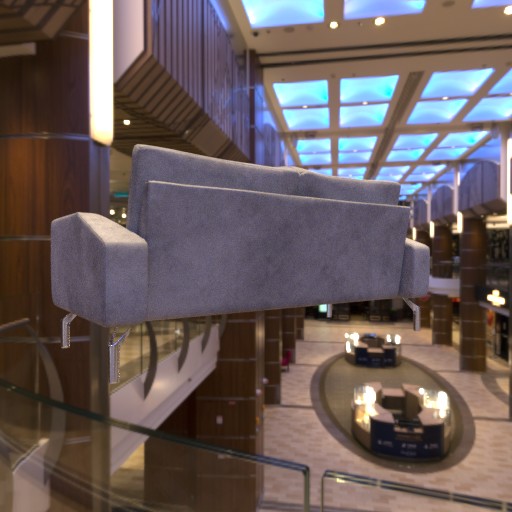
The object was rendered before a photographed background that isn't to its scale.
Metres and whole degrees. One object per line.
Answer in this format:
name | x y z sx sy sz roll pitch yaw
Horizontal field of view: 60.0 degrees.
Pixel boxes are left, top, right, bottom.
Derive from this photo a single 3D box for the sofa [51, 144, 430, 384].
sofa | 0.000 0.000 2.318 1.837 0.859 0.849 0 0 -36
